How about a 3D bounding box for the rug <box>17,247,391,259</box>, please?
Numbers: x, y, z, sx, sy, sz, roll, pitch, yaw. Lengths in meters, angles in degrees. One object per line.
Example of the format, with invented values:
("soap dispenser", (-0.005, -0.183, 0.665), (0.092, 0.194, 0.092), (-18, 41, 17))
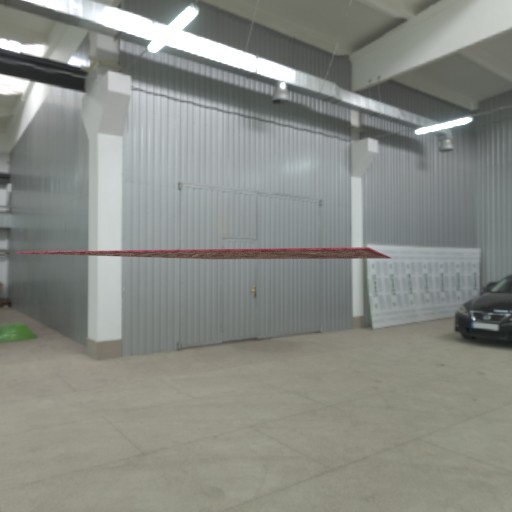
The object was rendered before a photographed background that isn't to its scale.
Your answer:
("rug", (0.000, 0.000, 2.811), (1.579, 0.007, 2.184), (0, -1, 19))
